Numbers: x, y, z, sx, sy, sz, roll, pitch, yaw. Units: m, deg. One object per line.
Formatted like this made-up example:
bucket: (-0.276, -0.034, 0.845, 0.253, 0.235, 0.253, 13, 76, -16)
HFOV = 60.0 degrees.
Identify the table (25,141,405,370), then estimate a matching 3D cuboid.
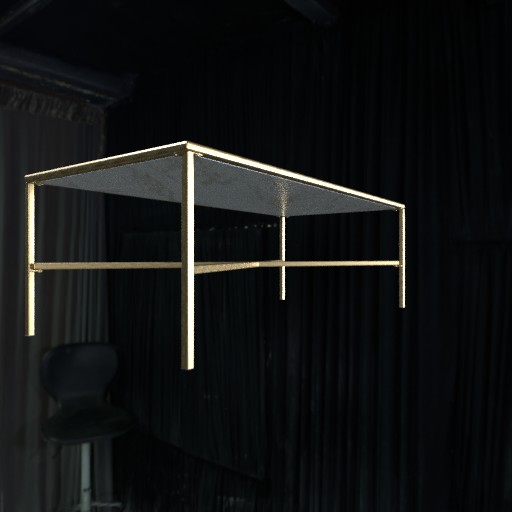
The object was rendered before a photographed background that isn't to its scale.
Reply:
table: (0.000, 0.000, 1.434, 0.577, 0.405, 1.197, 0, 0, 36)
